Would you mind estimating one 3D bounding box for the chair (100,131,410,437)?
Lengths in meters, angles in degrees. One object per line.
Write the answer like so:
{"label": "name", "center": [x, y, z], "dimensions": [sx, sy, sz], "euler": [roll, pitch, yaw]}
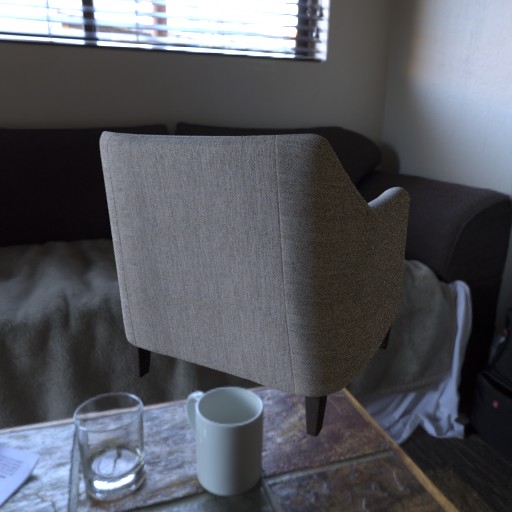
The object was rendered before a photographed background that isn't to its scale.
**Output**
{"label": "chair", "center": [0.000, 0.000, 1.397], "dimensions": [0.796, 0.761, 0.758], "euler": [9, 19, 27]}
